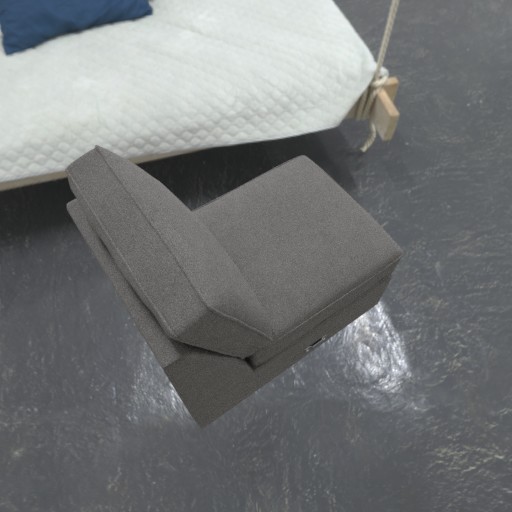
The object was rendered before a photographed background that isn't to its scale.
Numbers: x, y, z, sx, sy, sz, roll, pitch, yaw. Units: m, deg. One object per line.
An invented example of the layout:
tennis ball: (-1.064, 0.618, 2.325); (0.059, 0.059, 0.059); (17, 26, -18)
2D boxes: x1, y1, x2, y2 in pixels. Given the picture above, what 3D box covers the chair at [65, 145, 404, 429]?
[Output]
chair: (0.000, 0.000, 1.571); (0.938, 0.970, 0.621); (-31, 63, -18)
